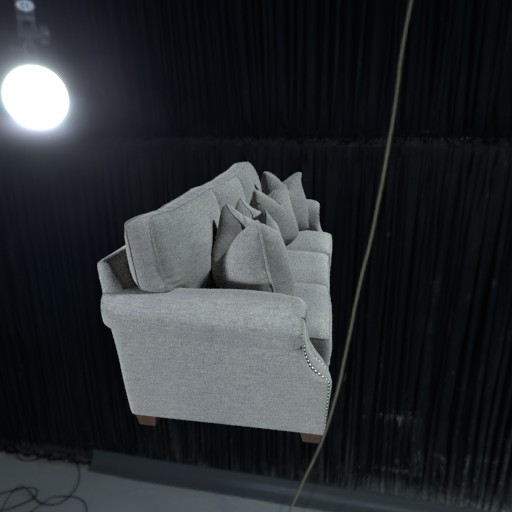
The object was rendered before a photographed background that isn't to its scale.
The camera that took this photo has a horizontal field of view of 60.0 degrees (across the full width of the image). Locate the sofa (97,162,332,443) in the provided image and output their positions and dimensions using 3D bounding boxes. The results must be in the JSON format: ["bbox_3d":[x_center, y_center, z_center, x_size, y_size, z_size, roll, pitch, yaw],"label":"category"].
[{"bbox_3d":[0.000,0.000,2.801,0.965,0.975,2.312,3,18,9],"label":"sofa"}]
